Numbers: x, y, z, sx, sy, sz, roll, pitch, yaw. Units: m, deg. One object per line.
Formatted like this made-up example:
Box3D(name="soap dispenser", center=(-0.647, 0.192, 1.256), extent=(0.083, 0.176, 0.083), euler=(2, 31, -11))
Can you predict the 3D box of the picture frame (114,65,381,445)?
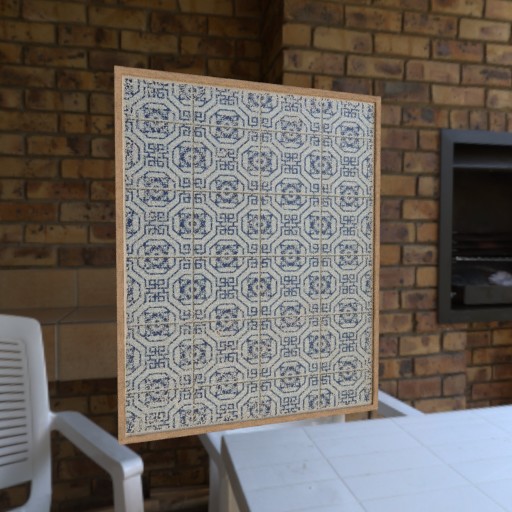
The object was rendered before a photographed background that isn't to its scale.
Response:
Box3D(name="picture frame", center=(0.000, 0.000, 0.701), extent=(0.421, 0.526, 0.046), euler=(-1, 2, -18))
